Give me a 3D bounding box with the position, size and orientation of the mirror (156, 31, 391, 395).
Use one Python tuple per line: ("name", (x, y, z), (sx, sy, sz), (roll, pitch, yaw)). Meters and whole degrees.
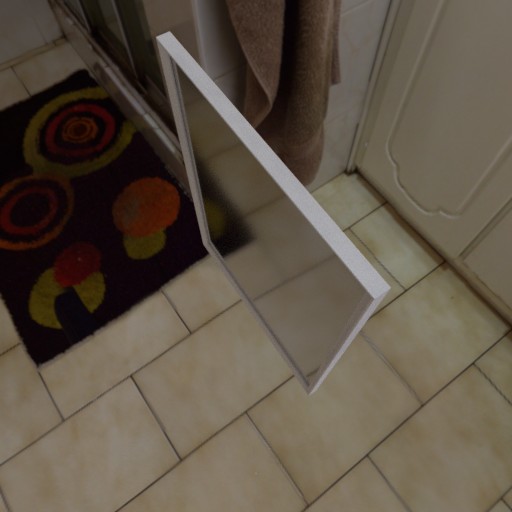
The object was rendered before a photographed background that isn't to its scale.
("mirror", (0.000, 0.000, 1.330), (0.041, 1.016, 0.762), (-31, 68, -14))
